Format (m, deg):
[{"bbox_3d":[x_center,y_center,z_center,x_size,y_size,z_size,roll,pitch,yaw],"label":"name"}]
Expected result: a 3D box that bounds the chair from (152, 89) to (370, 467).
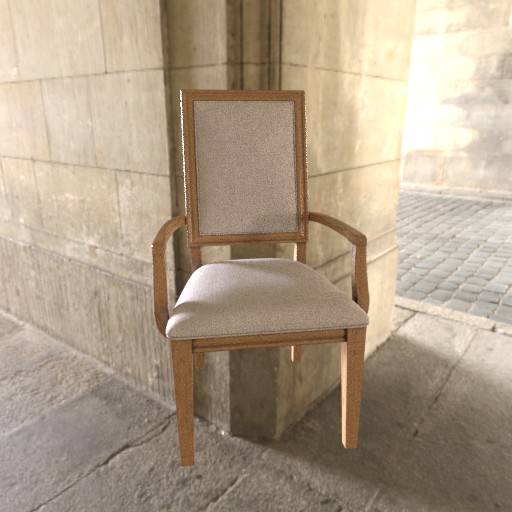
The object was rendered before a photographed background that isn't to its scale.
[{"bbox_3d":[0.000,0.000,1.371,0.606,0.990,0.602,-3,18,-8],"label":"chair"}]
